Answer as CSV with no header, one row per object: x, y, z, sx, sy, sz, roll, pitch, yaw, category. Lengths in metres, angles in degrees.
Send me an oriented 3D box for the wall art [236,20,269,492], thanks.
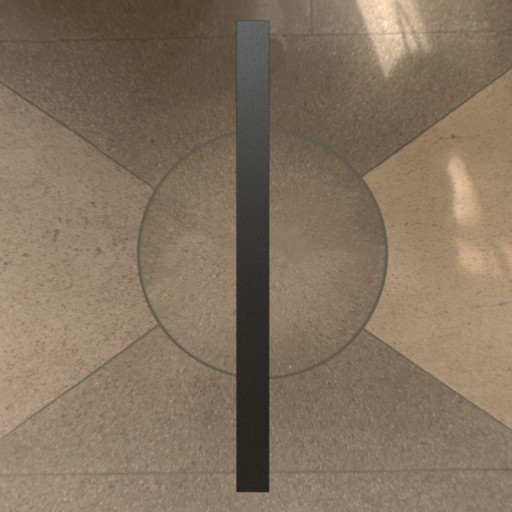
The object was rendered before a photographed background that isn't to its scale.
0.000,0.000,0.730,0.036,0.508,0.508,0,90,1,wall art
